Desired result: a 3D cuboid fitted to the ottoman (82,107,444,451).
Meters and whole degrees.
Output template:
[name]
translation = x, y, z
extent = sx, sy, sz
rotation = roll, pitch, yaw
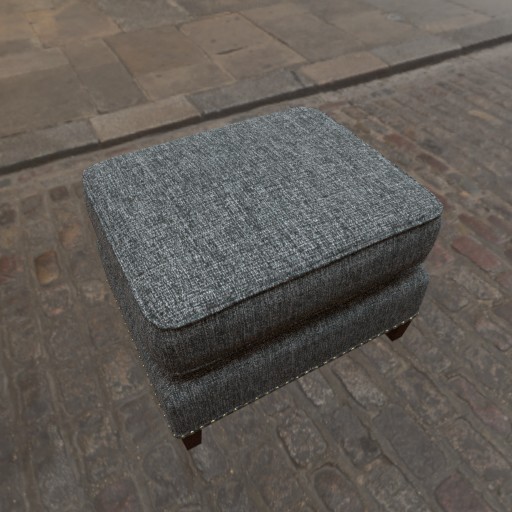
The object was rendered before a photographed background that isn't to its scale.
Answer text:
[ottoman]
translation = 0.000, 0.000, 1.183
extent = 0.738, 0.537, 0.589
rotation = -22, 50, -20
